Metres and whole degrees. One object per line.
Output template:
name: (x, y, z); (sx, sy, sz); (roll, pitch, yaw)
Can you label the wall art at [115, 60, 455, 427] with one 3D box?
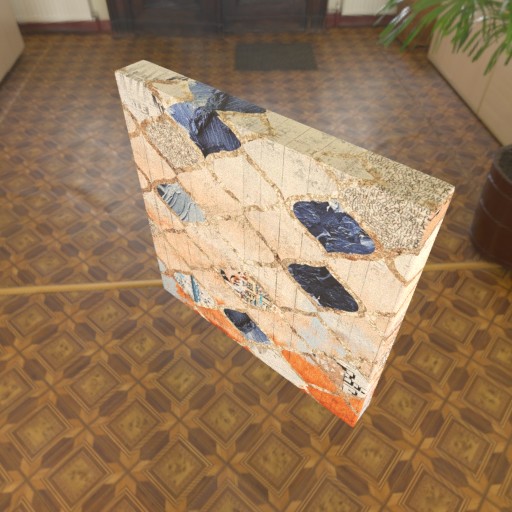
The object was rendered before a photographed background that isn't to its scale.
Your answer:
wall art: (0.000, 0.000, 0.447); (0.303, 0.304, 0.036); (31, 53, 27)
